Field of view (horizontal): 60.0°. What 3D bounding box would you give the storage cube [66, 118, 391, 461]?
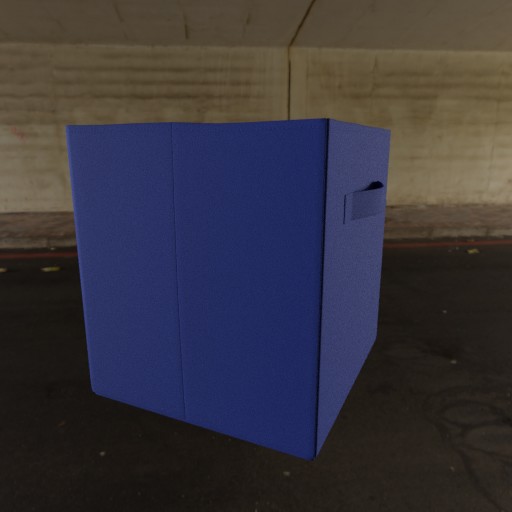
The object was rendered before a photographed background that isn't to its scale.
[{"bbox_3d":[0.000,0.000,0.502,0.270,0.280,0.270,7,15,25],"label":"storage cube"}]
